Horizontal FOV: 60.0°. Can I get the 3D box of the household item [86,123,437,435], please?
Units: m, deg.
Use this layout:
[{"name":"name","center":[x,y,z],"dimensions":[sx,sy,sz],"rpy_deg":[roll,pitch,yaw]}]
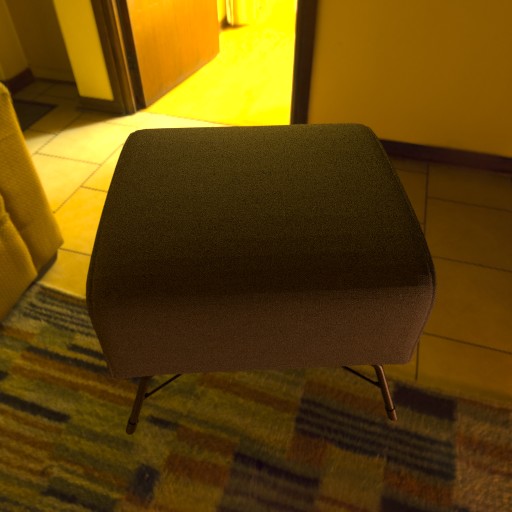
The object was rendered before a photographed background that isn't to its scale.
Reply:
[{"name":"household item","center":[0.000,0.000,0.898],"dimensions":[0.530,0.410,0.530],"rpy_deg":[-2,45,-2]}]
